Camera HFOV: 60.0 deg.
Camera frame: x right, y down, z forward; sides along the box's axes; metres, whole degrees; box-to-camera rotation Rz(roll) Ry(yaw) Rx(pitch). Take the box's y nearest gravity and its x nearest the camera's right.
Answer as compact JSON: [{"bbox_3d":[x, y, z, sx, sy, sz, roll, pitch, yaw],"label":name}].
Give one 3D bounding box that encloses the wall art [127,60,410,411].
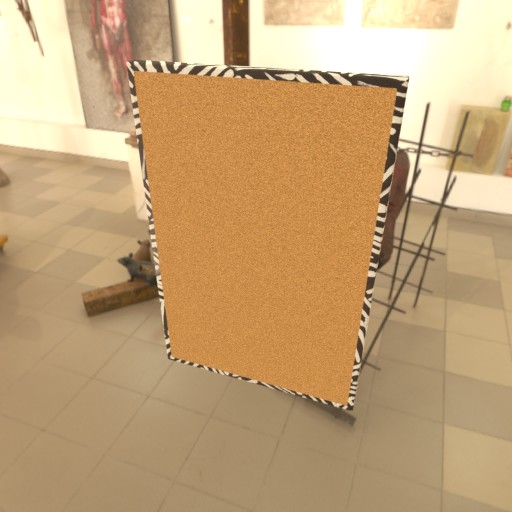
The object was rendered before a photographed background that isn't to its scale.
[{"bbox_3d":[0.000,0.000,1.163,0.615,0.918,0.035,11,33,17],"label":"wall art"}]
